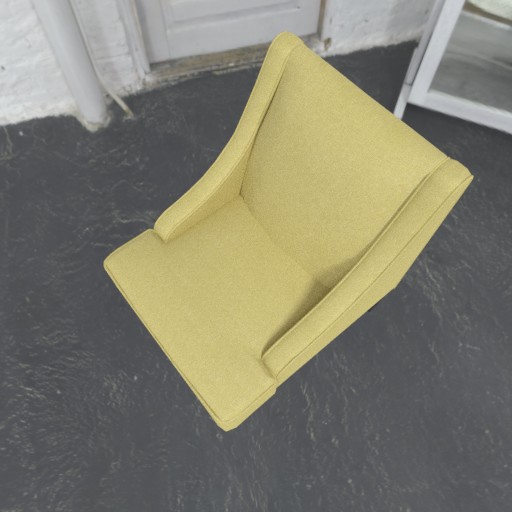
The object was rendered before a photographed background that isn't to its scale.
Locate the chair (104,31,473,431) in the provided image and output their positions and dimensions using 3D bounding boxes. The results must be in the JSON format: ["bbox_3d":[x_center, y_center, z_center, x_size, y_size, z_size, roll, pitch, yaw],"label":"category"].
[{"bbox_3d":[0.000,0.000,1.441,0.814,0.896,0.696,-36,68,-17],"label":"chair"}]
